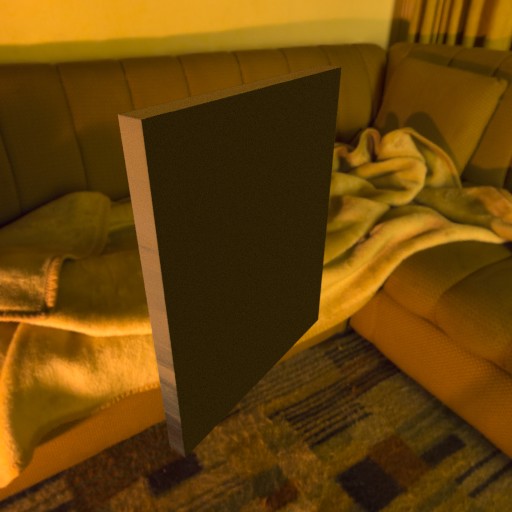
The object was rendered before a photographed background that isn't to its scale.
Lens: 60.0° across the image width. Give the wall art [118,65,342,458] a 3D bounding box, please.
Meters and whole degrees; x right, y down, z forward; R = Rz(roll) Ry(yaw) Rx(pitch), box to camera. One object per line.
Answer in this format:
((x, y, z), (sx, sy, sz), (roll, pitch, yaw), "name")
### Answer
((0.000, 0.000, 0.831), (0.040, 0.608, 0.489), (21, 37, 30), "wall art")
